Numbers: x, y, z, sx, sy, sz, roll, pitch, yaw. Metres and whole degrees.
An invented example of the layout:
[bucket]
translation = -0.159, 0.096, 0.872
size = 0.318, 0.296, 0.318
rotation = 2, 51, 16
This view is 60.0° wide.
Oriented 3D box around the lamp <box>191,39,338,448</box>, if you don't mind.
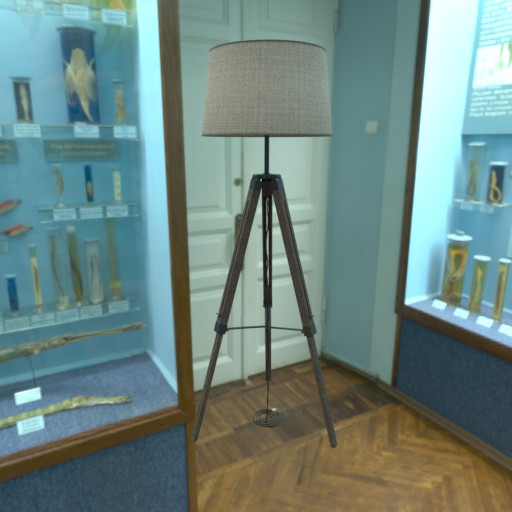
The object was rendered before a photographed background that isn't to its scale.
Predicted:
[lamp]
translation = 0.000, 0.000, 1.771
size = 0.587, 1.510, 0.604
rotation = -7, 16, -26
